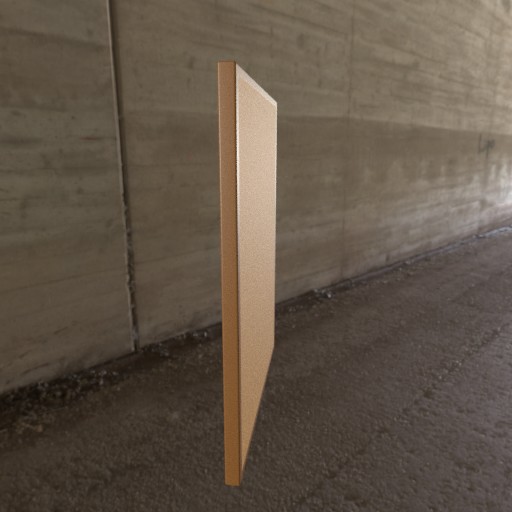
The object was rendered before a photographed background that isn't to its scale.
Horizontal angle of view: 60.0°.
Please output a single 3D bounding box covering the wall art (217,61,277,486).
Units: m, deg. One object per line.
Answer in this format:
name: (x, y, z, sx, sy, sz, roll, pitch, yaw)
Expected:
wall art: (0.000, 0.000, 0.768, 0.021, 0.550, 0.449, 2, 14, 8)
